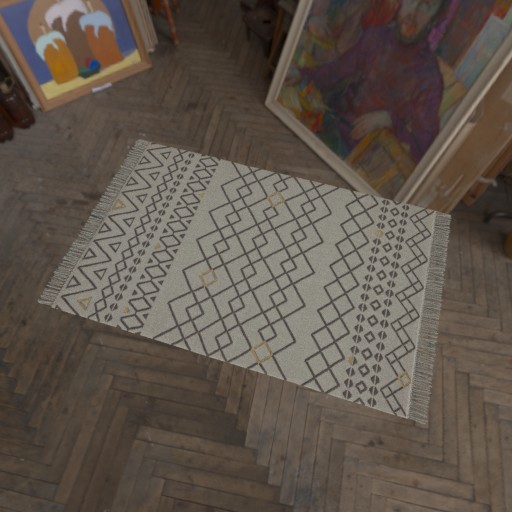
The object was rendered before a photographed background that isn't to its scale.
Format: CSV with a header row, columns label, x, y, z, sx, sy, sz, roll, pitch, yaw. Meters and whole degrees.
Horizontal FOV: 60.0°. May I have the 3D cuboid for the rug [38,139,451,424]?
label,x,y,z,sx,sy,sz,roll,pitch,yaw
rug,0.000,0.000,2.990,2.472,0.035,1.495,15,61,9
